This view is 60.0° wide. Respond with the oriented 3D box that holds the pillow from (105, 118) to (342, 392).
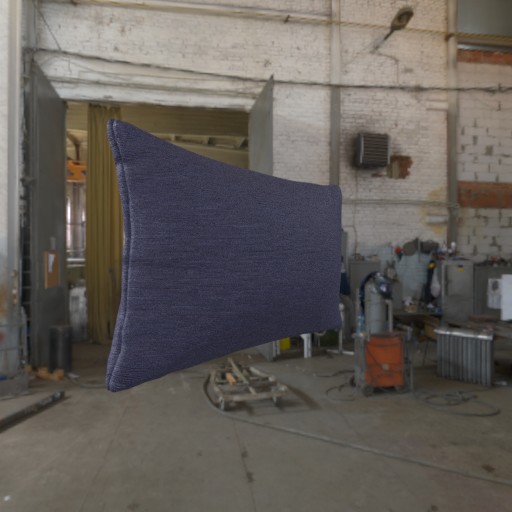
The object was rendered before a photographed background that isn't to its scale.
[{"bbox_3d":[0.000,0.000,0.799,0.210,0.338,0.633,0,0,36],"label":"pillow"}]
